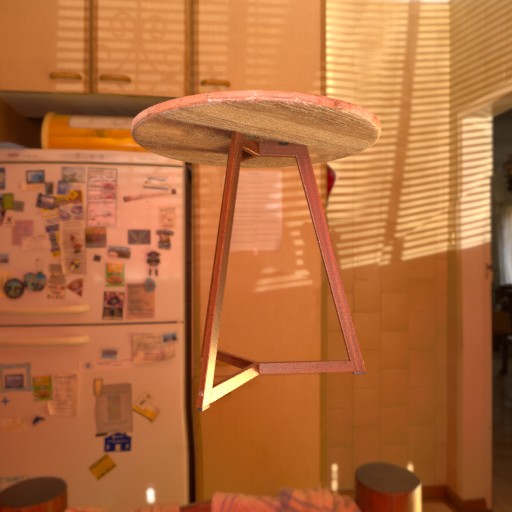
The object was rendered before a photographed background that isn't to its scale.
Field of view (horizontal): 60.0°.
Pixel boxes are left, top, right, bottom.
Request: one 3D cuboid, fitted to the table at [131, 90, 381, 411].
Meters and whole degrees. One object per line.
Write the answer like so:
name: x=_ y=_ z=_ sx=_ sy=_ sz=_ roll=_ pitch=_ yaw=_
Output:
table: x=0.000 y=0.000 z=0.918 sx=0.500 sy=0.500 sz=0.500 roll=0 pitch=0 yaw=0
